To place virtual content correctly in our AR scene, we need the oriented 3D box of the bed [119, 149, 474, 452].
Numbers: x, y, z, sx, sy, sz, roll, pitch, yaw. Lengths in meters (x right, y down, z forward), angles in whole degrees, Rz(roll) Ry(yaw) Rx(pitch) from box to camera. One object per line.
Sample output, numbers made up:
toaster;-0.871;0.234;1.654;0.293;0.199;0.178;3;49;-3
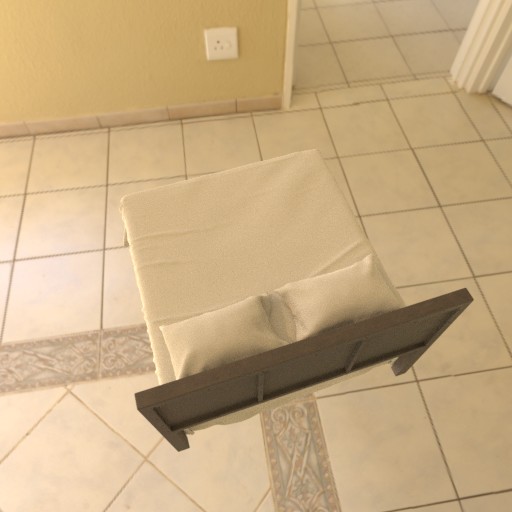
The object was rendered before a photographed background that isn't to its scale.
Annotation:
bed;0.000;0.000;2.894;1.772;1.142;1.785;-16;59;-10
